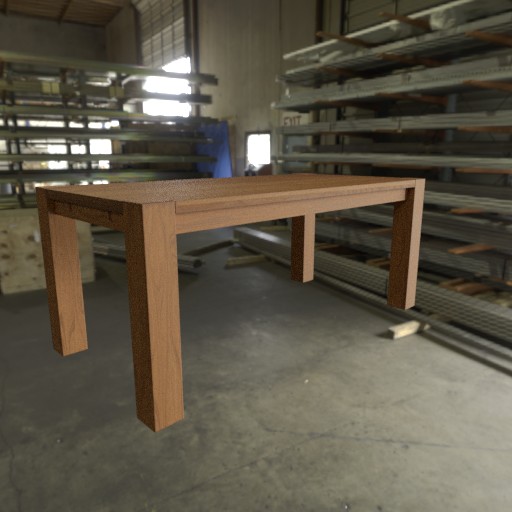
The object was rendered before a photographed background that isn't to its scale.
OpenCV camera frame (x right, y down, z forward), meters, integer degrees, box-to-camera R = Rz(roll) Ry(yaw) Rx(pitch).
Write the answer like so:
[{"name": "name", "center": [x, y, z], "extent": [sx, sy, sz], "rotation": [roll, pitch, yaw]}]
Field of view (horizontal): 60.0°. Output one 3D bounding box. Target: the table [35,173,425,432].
[{"name": "table", "center": [0.000, 0.000, 2.305], "extent": [1.800, 0.760, 0.900], "rotation": [-12, 18, -43]}]
